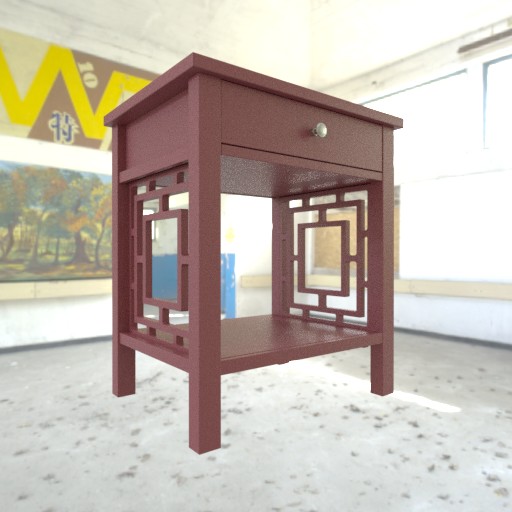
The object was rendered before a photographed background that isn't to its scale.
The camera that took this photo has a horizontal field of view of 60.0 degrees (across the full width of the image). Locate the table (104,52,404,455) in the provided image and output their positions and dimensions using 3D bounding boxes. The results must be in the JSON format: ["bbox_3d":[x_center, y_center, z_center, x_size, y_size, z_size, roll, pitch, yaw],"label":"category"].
[{"bbox_3d":[0.000,0.000,1.095,0.599,0.686,0.451,0,0,-38],"label":"table"}]
